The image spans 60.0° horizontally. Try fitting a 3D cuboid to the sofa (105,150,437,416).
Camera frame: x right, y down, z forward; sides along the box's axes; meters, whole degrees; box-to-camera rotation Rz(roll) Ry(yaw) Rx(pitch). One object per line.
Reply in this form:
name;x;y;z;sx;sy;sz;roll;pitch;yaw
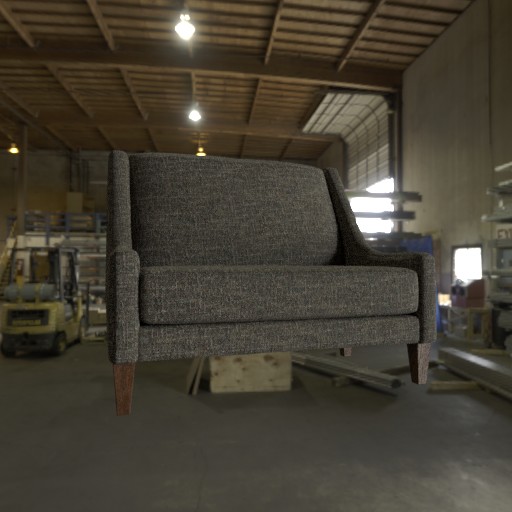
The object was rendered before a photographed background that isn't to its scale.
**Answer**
sofa;0.000;0.000;1.933;1.242;1.021;0.870;0;-1;-19
